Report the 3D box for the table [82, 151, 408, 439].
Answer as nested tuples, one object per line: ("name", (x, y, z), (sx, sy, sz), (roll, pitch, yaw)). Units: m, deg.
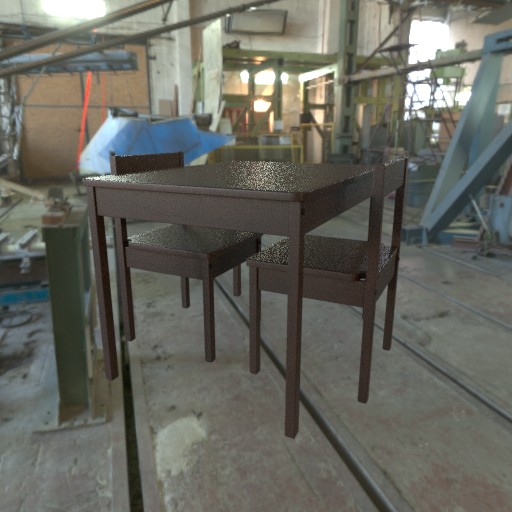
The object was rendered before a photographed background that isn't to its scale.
("table", (0.000, 0.000, 1.144), (0.672, 0.503, 0.650), (8, 17, 26))
